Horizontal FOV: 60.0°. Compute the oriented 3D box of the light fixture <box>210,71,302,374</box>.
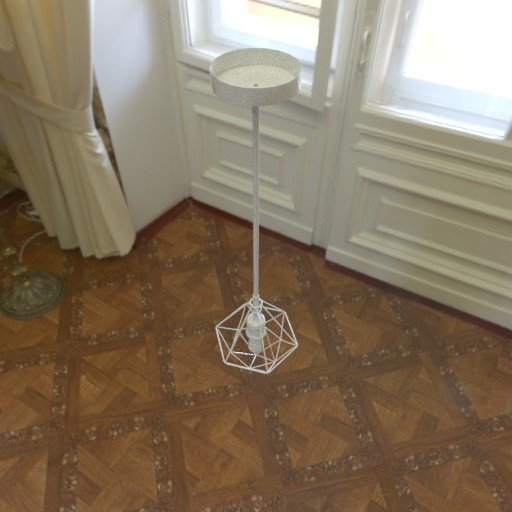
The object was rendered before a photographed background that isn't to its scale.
[{"bbox_3d":[0.000,0.000,2.057,0.431,1.764,0.487,-11,48,-10],"label":"light fixture"}]
